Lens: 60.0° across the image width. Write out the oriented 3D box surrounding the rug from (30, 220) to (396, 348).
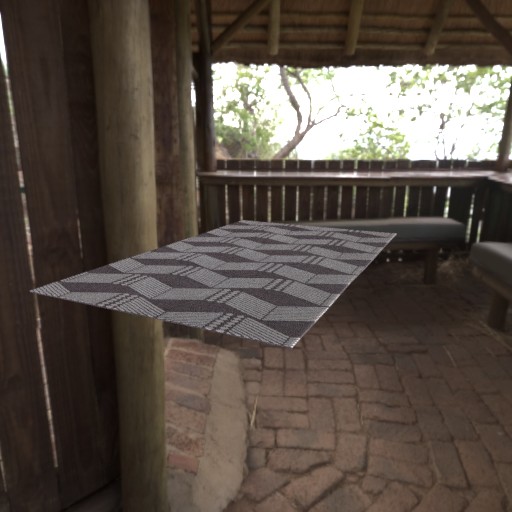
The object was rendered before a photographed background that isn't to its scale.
[{"bbox_3d":[0.000,0.000,3.112,1.517,0.011,2.435,7,16,25],"label":"rug"}]
